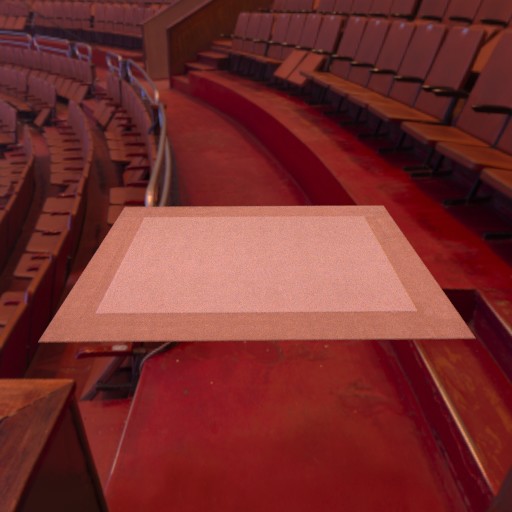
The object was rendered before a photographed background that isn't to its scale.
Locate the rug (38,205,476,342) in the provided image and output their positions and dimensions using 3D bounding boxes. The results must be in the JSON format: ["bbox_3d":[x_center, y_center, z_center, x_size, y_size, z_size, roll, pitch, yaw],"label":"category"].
[{"bbox_3d":[0.000,0.000,4.155,3.048,0.014,2.438,0,29,-1],"label":"rug"}]
